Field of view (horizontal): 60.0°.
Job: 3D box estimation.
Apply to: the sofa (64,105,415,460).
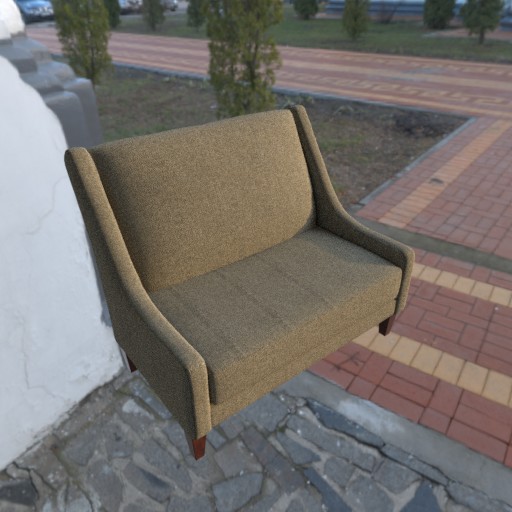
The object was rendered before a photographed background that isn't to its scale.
[{"bbox_3d":[0.000,0.000,1.975,1.242,1.021,0.870,-22,38,-32],"label":"sofa"}]
